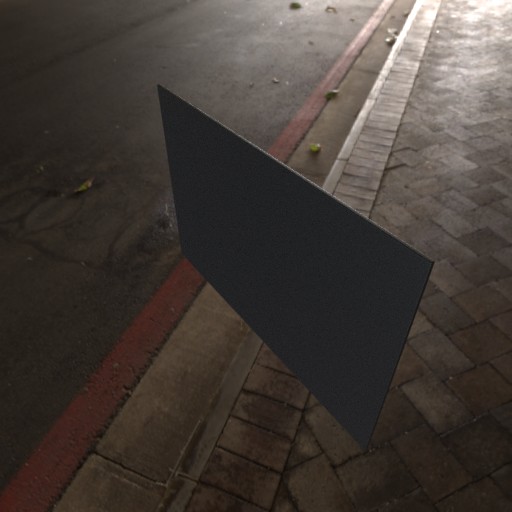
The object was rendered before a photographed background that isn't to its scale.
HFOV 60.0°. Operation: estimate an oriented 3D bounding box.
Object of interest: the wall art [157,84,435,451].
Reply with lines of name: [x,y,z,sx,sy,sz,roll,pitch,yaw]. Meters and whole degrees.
wall art: [0.000,0.000,1.510,0.013,0.811,1.192,-26,48,-26]
